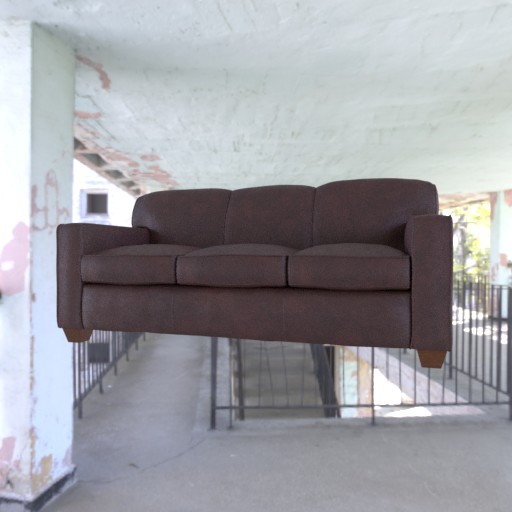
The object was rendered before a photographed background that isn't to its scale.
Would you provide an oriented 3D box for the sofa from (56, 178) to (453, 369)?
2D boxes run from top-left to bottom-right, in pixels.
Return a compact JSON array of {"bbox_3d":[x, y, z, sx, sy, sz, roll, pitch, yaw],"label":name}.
[{"bbox_3d":[0.000,0.000,2.568,2.039,0.953,1.008,0,1,17],"label":"sofa"}]
